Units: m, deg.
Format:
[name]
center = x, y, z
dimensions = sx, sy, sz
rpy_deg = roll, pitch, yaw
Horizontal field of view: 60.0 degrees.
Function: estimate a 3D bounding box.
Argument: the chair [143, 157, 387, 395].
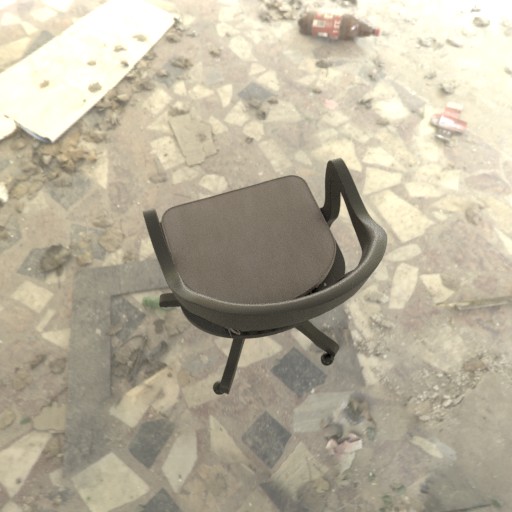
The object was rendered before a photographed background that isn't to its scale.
[chair]
center = 0.000, 0.000, 1.488
dimensions = 0.750, 0.878, 0.788
rpy_deg = -17, 61, -9
